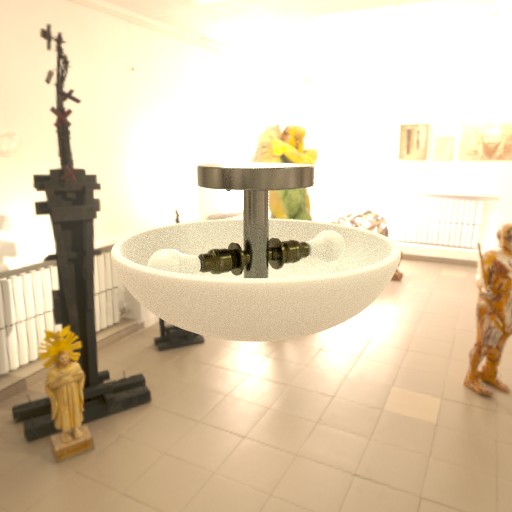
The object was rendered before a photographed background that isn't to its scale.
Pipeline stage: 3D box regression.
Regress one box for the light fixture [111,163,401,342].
[{"bbox_3d":[0.000,0.000,0.533,0.330,0.214,0.330,0,14,0],"label":"light fixture"}]
